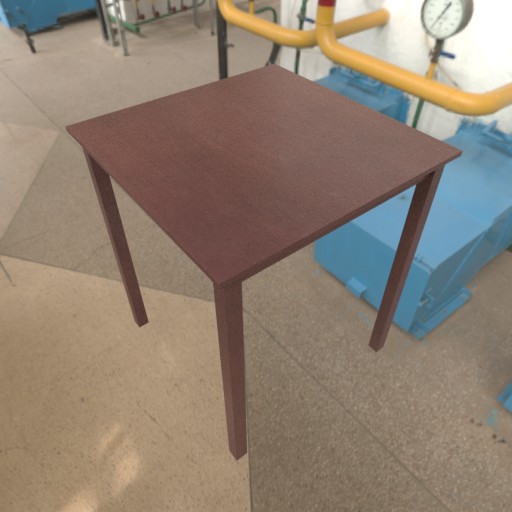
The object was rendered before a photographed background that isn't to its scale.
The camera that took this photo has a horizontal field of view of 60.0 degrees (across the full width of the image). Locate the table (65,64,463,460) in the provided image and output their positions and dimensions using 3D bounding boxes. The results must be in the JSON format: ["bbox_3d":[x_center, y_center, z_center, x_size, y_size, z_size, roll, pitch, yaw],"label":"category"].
[{"bbox_3d":[0.000,0.000,1.690,0.861,0.991,0.861,-28,50,-26],"label":"table"}]
